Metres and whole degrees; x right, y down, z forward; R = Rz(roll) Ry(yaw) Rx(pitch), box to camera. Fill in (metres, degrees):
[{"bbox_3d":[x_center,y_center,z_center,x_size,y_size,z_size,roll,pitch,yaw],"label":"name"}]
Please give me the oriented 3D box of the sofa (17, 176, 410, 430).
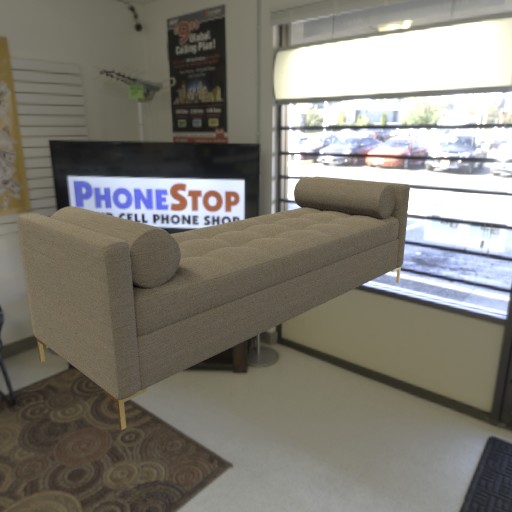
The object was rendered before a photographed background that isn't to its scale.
[{"bbox_3d":[0.000,0.000,2.251,0.686,0.635,1.981,15,21,41],"label":"sofa"}]
